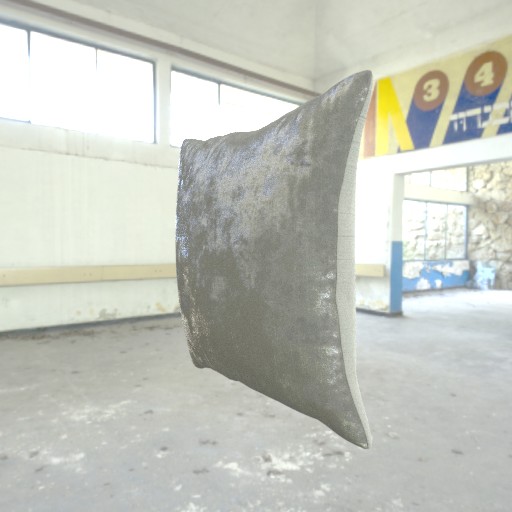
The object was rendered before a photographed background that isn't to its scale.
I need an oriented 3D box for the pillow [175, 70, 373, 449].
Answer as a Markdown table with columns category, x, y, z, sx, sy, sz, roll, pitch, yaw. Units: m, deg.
| category | x | y | z | sx | sy | sz | roll | pitch | yaw |
| --- | --- | --- | --- | --- | --- | --- | --- | --- | --- |
| pillow | 0.000 | 0.000 | 0.720 | 0.175 | 0.464 | 0.470 | -1 | 2 | -36 |
